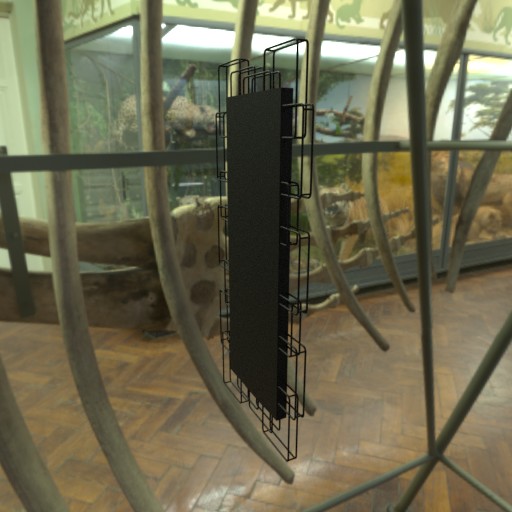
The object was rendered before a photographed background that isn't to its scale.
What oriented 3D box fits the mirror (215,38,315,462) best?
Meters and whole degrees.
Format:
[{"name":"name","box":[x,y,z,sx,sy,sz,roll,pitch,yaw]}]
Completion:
[{"name":"mirror","box":[0.000,0.000,1.418,0.037,1.192,0.565,-8,17,-26]}]
